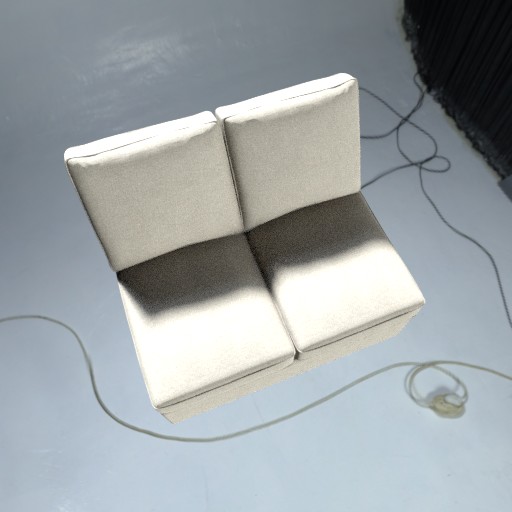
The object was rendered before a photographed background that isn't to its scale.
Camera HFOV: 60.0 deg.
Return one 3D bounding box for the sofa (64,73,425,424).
[{"bbox_3d":[0.000,0.000,1.981,1.232,1.006,0.978,-19,63,-10],"label":"sofa"}]
